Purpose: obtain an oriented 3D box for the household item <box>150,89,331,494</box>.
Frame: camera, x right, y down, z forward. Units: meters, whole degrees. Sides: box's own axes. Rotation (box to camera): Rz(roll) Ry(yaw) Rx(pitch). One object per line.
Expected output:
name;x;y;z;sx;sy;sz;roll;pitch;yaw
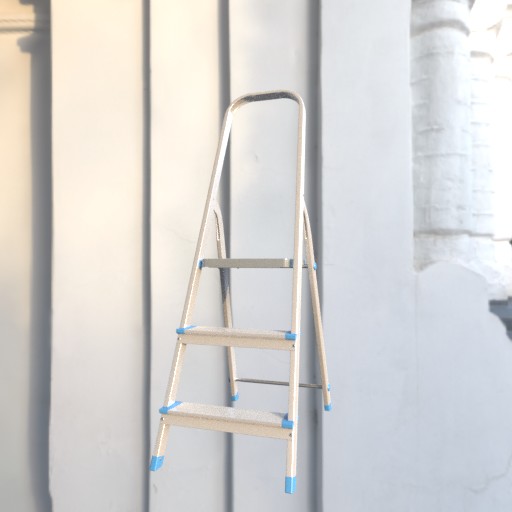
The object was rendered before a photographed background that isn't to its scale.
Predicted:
household item;0.000;0.000;1.520;0.420;1.215;0.687;0;-1;18
